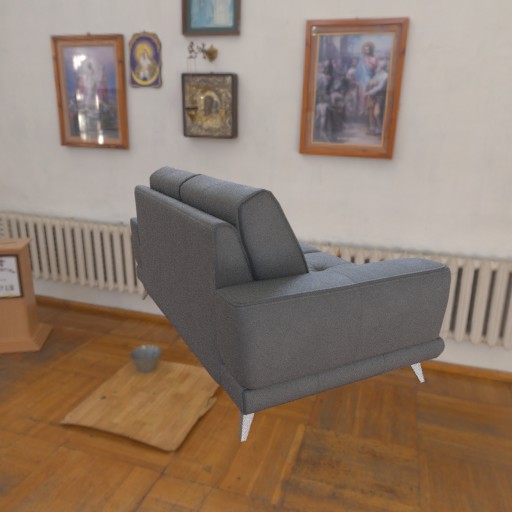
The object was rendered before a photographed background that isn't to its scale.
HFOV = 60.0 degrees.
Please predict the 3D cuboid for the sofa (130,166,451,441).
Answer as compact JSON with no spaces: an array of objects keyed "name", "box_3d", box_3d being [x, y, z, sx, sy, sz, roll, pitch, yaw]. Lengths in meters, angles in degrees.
[{"name":"sofa","box_3d":[0.000,0.000,2.425,1.018,0.907,1.806,-8,17,-25]}]
